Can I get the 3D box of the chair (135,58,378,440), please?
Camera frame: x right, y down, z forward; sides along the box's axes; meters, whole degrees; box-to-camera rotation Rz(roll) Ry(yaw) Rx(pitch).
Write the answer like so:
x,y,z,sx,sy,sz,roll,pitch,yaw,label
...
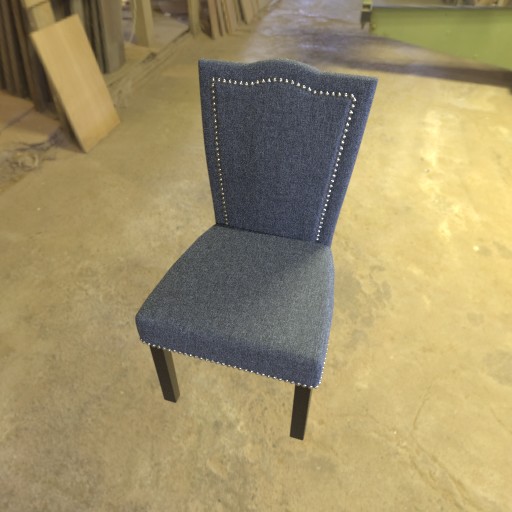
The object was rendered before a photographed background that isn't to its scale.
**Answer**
x,y,z,sx,sy,sz,roll,pitch,yaw,label
0.000,0.000,1.296,0.518,0.946,0.589,12,43,13,chair
